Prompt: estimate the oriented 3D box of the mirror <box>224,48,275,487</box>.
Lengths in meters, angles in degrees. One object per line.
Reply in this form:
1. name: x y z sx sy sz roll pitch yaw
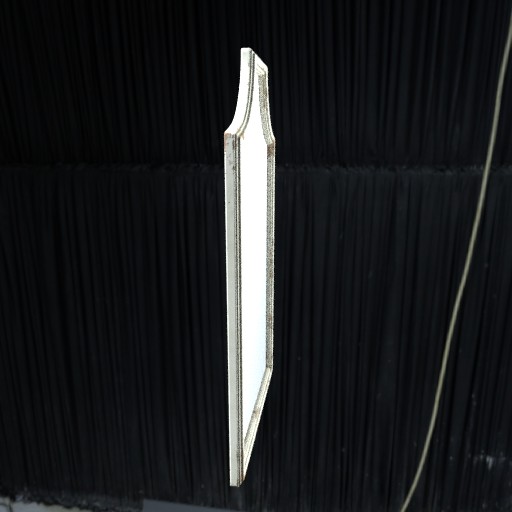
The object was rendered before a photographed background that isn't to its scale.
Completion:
1. mirror: 0.000 0.000 0.862 0.022 0.717 0.403 2 15 9
